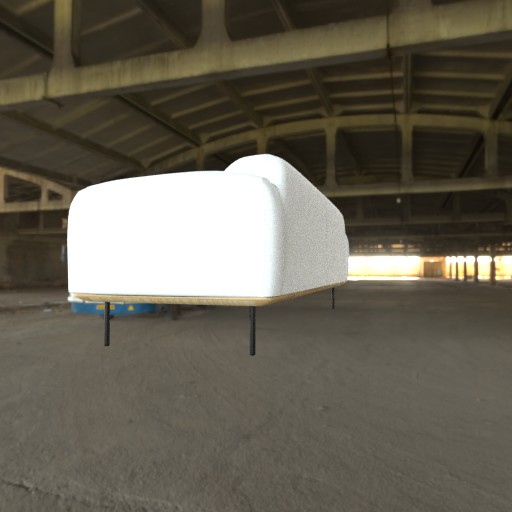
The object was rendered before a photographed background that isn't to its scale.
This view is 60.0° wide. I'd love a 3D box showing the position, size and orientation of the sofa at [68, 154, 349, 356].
[{"bbox_3d":[0.000,0.000,2.651,0.870,0.780,2.280,-1,-2,18],"label":"sofa"}]
